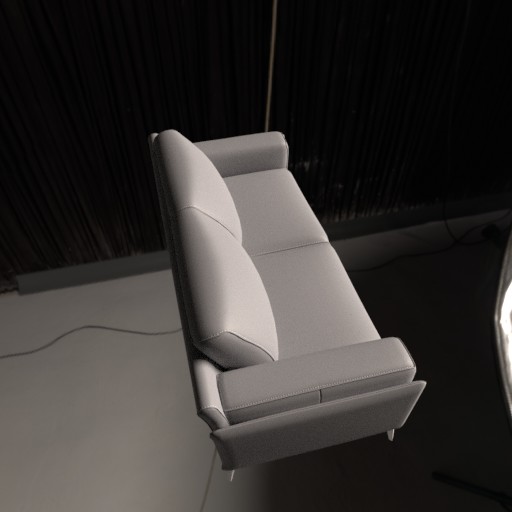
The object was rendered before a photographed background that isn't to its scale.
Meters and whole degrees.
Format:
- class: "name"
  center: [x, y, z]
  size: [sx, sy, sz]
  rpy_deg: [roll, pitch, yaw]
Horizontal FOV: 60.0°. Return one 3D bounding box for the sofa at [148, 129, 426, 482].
- class: "sofa"
  center: [0.000, 0.000, 2.565]
  size: [0.969, 0.900, 2.100]
  rpy_deg: [-11, 47, -10]
